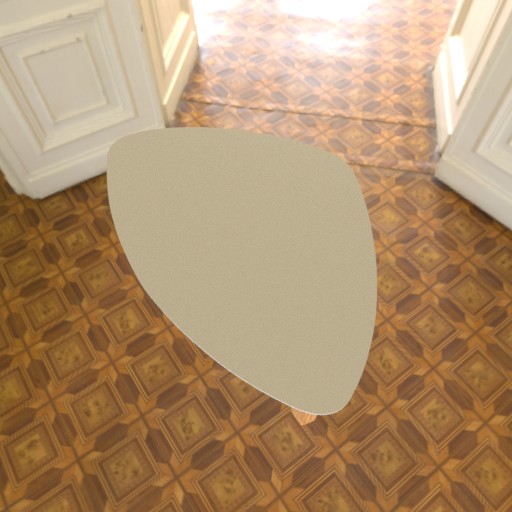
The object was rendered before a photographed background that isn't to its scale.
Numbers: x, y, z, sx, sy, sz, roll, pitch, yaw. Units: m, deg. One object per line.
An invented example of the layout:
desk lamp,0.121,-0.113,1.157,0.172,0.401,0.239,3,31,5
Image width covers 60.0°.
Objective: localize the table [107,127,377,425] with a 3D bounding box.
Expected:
table,0.000,0.000,1.670,0.850,0.440,1.250,-32,63,-18
